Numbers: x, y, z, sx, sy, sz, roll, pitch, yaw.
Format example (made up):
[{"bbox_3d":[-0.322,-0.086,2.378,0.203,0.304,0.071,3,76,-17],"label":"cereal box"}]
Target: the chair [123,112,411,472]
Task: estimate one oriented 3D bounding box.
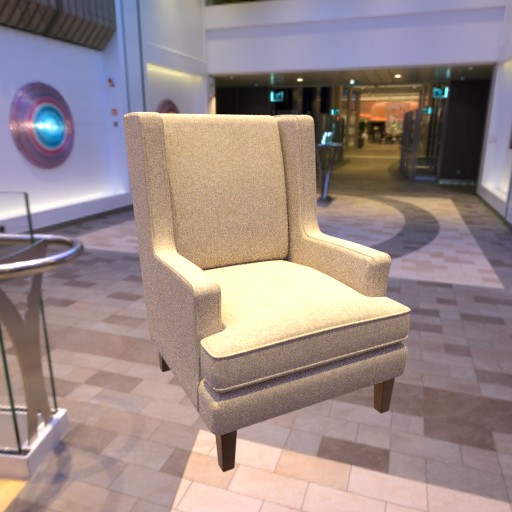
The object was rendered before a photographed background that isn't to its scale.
[{"bbox_3d":[0.000,0.000,1.737,0.764,1.082,0.948,-8,18,-26],"label":"chair"}]
